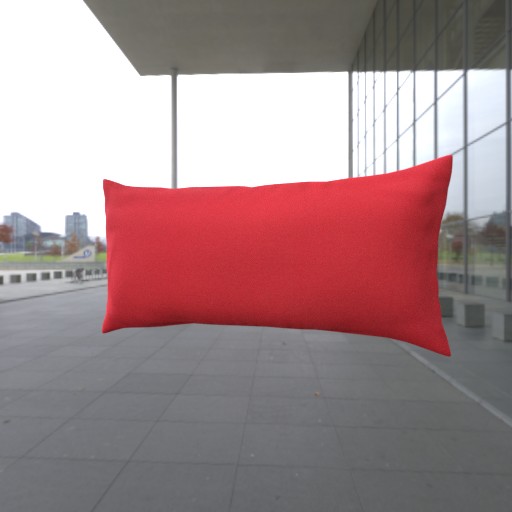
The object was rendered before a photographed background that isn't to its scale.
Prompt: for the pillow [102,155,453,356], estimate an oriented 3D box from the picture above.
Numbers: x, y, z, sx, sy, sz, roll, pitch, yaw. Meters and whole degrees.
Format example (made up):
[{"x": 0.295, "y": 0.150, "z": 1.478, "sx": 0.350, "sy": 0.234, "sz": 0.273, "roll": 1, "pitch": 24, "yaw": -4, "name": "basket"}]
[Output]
[{"x": 0.000, "y": 0.000, "z": 0.746, "sx": 0.608, "sy": 0.297, "sz": 0.151, "roll": 0, "pitch": 0, "yaw": 18, "name": "pillow"}]
